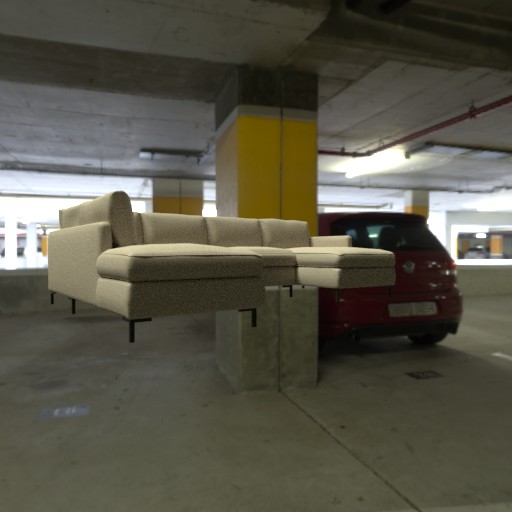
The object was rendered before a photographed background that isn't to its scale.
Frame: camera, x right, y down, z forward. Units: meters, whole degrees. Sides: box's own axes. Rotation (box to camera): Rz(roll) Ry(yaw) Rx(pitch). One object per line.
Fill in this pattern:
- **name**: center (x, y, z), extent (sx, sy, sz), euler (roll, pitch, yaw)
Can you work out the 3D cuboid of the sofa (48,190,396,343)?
- **sofa**: center (0.000, 0.000, 3.494), extent (2.737, 0.756, 1.879), euler (0, 1, -36)
